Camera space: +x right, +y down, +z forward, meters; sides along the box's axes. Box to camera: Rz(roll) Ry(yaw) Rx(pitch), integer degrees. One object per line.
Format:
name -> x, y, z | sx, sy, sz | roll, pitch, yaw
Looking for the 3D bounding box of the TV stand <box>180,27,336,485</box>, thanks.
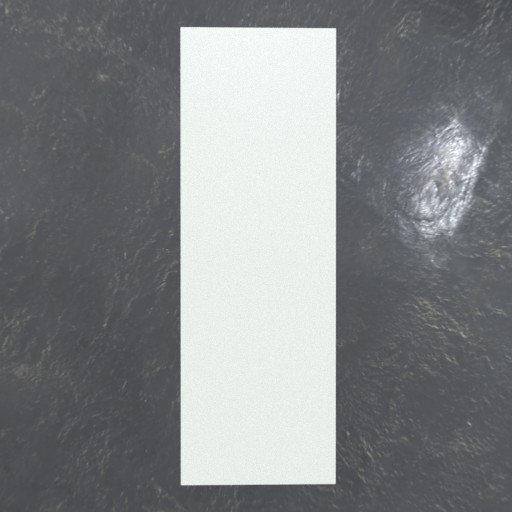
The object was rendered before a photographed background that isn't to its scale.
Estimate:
TV stand -> 0.000, 0.000, 1.563 | 0.406, 0.812, 1.193 | 0, 90, -1
